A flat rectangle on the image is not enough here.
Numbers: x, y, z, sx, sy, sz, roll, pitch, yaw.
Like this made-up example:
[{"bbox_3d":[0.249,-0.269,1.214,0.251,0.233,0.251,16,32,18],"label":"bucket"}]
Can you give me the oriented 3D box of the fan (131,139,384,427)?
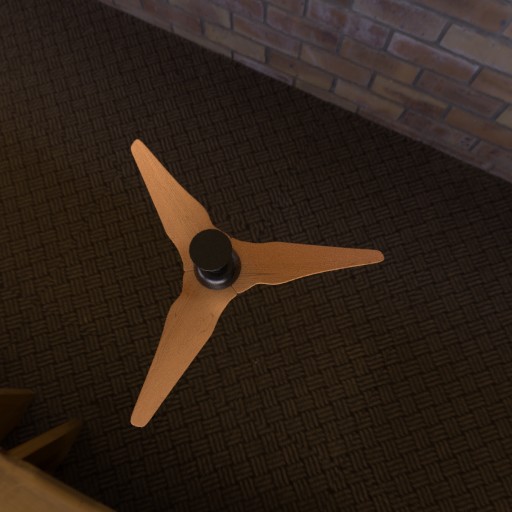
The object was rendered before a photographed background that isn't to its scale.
[{"bbox_3d":[0.000,0.000,1.649,1.010,0.355,1.142,-5,77,-1],"label":"fan"}]
